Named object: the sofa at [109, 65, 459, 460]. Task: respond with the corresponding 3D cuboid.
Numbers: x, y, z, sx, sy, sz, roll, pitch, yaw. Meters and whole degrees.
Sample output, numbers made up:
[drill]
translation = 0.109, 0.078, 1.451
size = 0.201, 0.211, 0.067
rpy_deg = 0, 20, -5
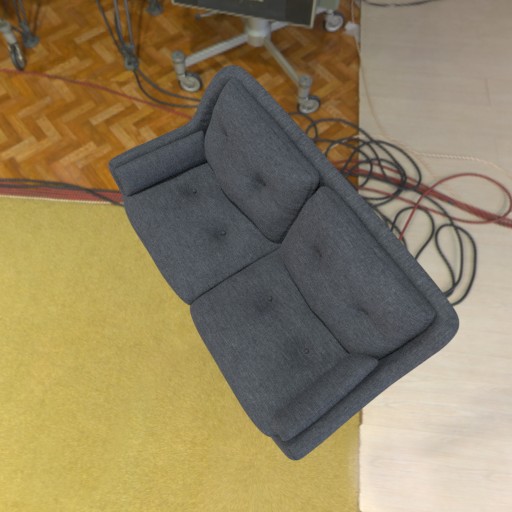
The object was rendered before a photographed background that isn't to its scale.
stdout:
[sofa]
translation = 0.000, 0.000, 2.453
size = 0.975, 0.896, 1.929
rpy_deg = -31, 69, -13
